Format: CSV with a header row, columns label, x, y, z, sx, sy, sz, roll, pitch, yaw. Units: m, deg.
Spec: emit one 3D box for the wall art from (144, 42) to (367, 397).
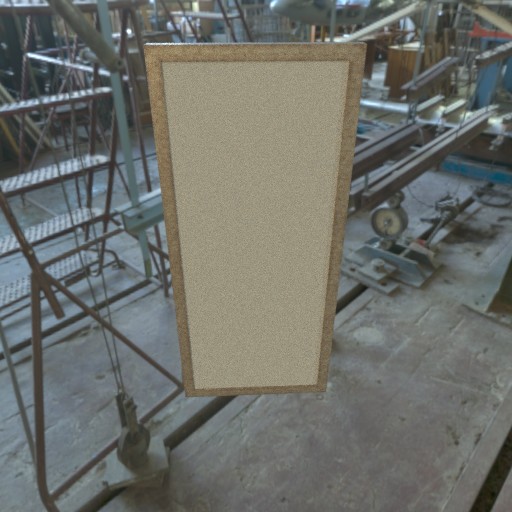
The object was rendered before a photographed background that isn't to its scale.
label,x,y,z,sx,sy,sz,roll,pitch,yaw
wall art,0.000,0.000,1.681,0.648,1.461,0.051,-1,31,-2
